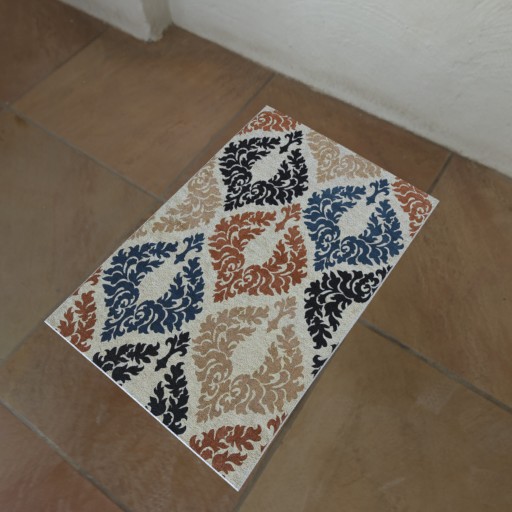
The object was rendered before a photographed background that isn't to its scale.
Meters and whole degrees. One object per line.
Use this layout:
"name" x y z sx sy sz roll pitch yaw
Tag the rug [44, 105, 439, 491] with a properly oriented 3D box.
"rug" 0.000 0.000 2.901 1.514 0.014 2.275 34 67 16
